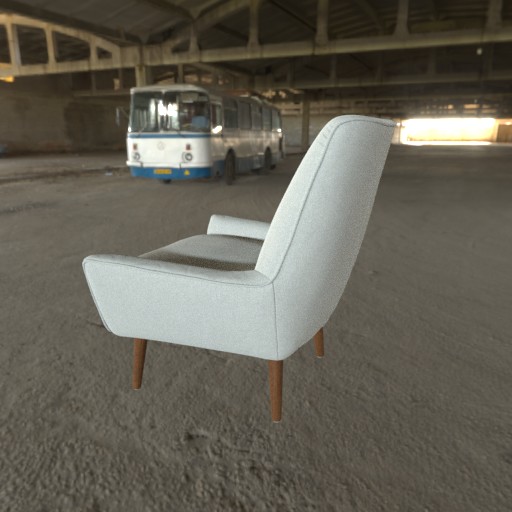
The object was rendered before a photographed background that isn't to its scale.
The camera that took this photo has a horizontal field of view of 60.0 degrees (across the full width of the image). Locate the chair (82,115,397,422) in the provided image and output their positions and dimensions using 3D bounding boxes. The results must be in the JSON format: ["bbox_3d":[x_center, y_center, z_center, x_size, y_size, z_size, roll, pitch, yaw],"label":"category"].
[{"bbox_3d":[0.000,0.000,1.492,0.822,0.888,0.787,7,17,24],"label":"chair"}]
